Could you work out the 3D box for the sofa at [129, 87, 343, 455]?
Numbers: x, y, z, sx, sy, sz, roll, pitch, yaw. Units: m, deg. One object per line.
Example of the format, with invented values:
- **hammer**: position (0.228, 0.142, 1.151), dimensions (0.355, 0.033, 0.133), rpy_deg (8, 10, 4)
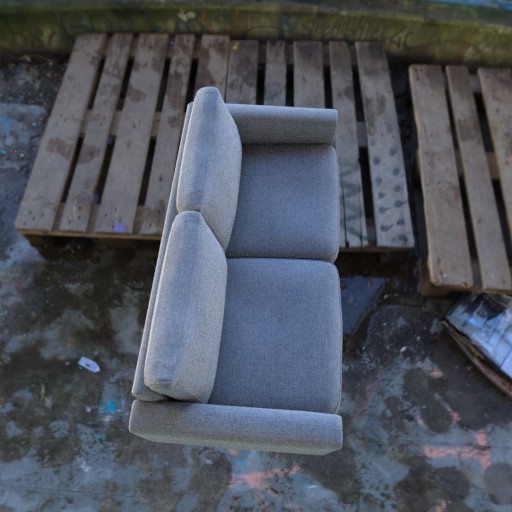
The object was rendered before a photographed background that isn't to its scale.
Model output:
- **sofa**: position (0.000, 0.000, 2.495), dimensions (0.969, 0.892, 1.978), rpy_deg (4, 63, 2)
